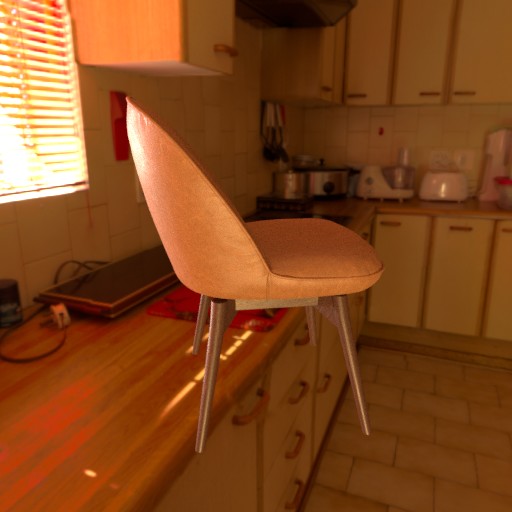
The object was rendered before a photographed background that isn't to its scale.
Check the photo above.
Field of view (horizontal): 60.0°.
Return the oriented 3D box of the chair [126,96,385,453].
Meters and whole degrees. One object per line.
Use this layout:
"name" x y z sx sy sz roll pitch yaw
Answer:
"chair" 0.000 0.000 1.235 0.631 0.831 0.521 -2 16 -8
